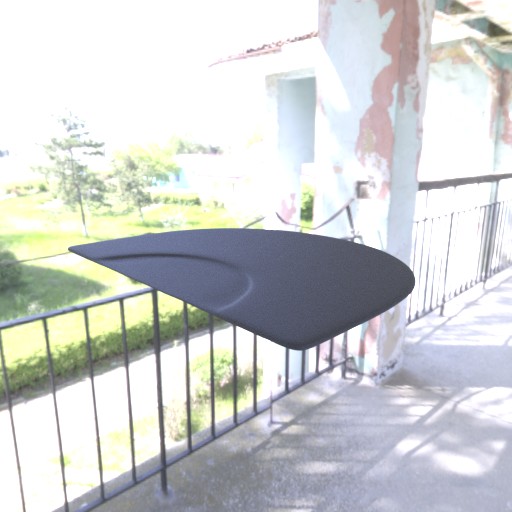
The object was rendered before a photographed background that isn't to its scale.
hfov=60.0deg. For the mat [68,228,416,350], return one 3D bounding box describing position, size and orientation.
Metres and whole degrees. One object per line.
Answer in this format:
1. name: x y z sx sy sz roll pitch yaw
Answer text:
1. mat: 0.000 0.000 1.611 0.917 0.016 1.220 -13 20 -42
